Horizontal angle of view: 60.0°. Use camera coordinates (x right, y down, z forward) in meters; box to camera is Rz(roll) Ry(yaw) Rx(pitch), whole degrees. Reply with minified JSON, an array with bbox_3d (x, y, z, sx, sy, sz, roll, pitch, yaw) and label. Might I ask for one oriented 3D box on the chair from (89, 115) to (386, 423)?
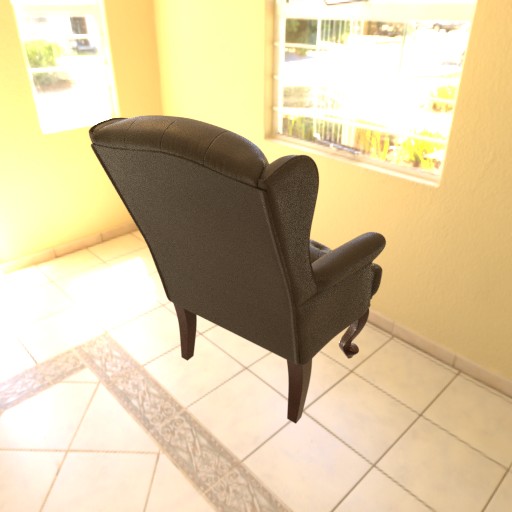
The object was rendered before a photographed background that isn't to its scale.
[{"bbox_3d":[0.000,0.000,1.678,0.829,1.132,0.819,20,35,31],"label":"chair"}]
